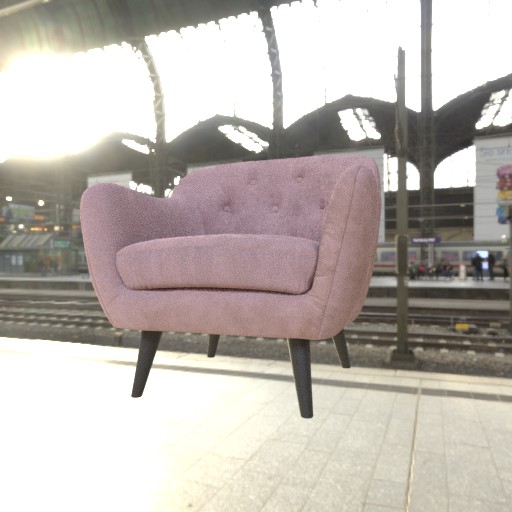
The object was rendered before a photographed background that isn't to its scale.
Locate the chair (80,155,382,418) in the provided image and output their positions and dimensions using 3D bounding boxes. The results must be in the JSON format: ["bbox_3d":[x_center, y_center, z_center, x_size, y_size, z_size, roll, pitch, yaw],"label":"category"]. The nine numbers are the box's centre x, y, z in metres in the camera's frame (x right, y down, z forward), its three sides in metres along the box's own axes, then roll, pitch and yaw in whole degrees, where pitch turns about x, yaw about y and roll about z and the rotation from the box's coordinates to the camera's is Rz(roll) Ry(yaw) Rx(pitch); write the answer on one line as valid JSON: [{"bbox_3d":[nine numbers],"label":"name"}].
[{"bbox_3d":[0.000,0.000,1.518,0.840,0.820,0.820,0,-1,19],"label":"chair"}]
